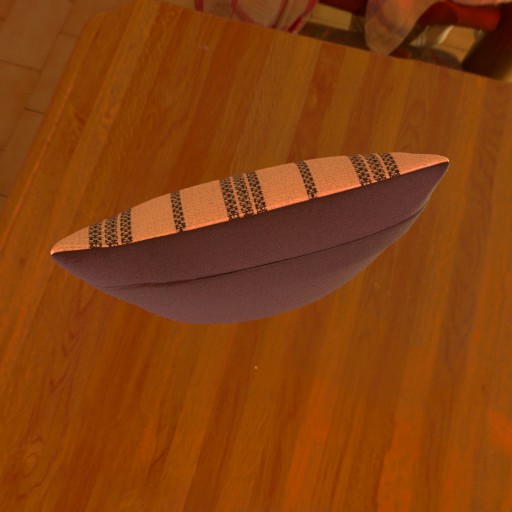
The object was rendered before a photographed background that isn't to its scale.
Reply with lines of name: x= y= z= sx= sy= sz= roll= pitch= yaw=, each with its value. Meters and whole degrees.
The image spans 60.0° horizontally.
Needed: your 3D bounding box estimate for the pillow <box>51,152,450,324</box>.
pillow: x=0.000 y=0.000 z=0.624 sx=0.405 sy=0.406 sz=0.173 roll=-14 pitch=76 yaw=-3
